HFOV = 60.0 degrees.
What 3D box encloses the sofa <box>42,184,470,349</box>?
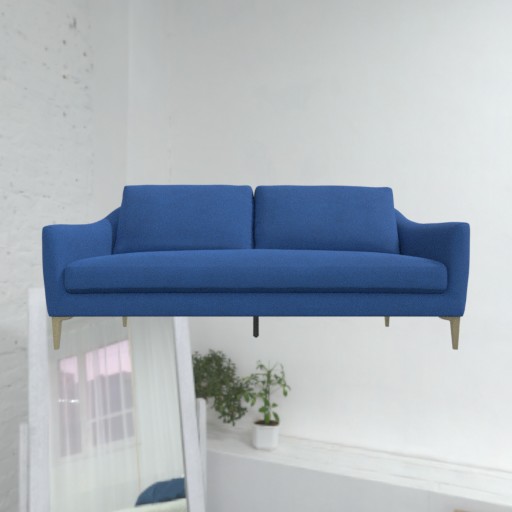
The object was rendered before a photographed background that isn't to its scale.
[{"bbox_3d":[0.000,0.000,2.550,2.036,0.903,0.960,0,0,0],"label":"sofa"}]
